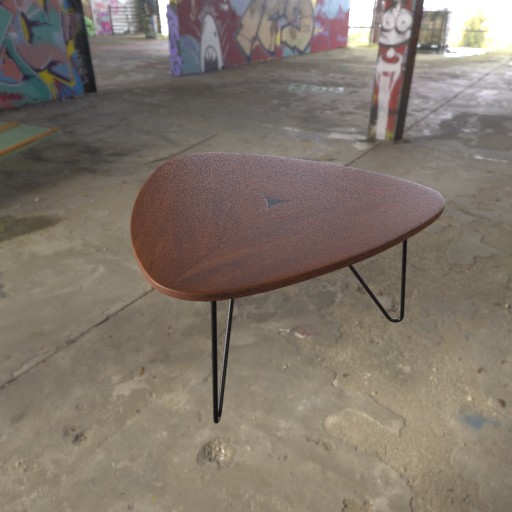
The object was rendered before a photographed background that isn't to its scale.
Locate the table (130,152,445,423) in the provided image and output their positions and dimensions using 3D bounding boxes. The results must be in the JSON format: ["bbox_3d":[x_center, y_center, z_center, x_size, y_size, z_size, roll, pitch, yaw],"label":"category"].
[{"bbox_3d":[0.000,0.000,1.322,0.833,0.413,0.821,-20,35,-30],"label":"table"}]
